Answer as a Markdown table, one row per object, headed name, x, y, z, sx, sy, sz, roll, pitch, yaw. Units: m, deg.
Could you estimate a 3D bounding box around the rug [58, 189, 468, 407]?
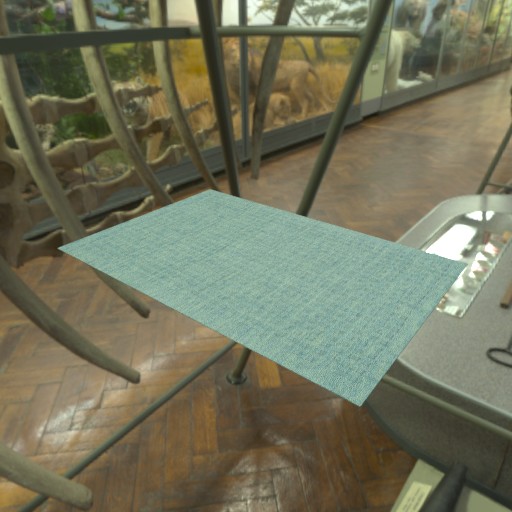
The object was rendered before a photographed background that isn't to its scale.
| name | x | y | z | sx | sy | sz | roll | pitch | yaw |
| --- | --- | --- | --- | --- | --- | --- | --- | --- | --- |
| rug | 0.000 | 0.000 | 2.960 | 2.286 | 0.006 | 1.522 | 20 | 34 | 33 |
